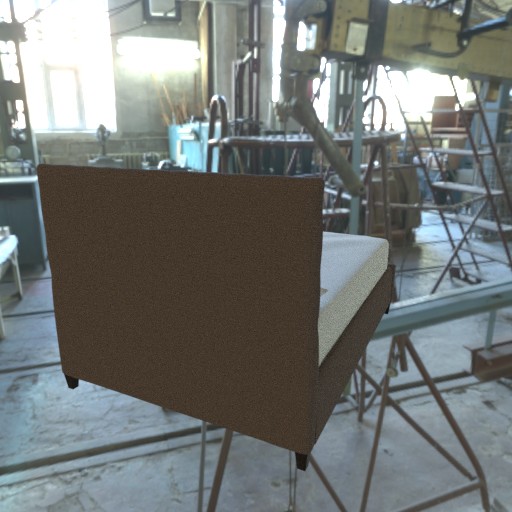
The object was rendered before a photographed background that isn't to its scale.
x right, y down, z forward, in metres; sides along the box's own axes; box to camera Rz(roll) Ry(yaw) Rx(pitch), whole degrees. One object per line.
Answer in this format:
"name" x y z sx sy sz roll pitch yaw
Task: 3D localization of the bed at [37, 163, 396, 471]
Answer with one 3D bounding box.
"bed" 0.000 0.000 3.260 1.696 1.426 2.233 8 18 25
